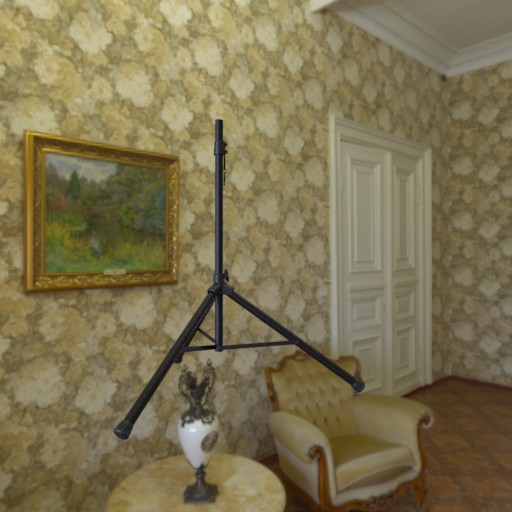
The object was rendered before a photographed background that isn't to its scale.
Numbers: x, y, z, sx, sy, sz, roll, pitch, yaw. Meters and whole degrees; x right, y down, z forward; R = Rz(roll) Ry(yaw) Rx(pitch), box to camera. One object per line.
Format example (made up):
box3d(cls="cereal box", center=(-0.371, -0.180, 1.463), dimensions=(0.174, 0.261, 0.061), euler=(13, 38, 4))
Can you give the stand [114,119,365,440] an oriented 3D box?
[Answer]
box3d(cls="stand", center=(0.000, 0.000, 1.852), dimensions=(0.907, 1.136, 1.045), euler=(0, 0, 1))
